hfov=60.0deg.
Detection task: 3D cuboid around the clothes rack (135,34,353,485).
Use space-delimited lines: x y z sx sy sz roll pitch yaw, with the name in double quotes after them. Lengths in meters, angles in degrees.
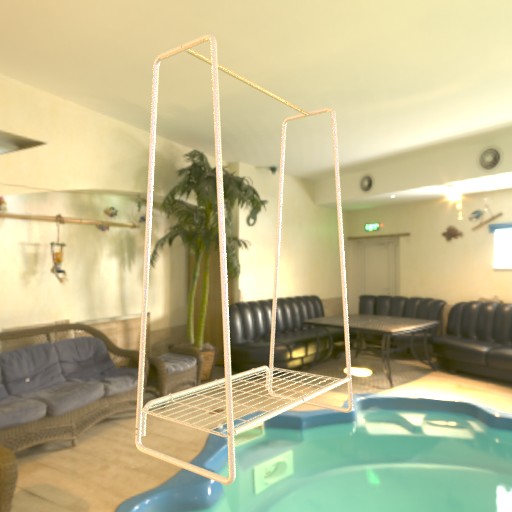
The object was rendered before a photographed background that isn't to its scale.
0.000 0.000 1.928 0.495 1.500 0.900 -1 -2 37 "clothes rack"
